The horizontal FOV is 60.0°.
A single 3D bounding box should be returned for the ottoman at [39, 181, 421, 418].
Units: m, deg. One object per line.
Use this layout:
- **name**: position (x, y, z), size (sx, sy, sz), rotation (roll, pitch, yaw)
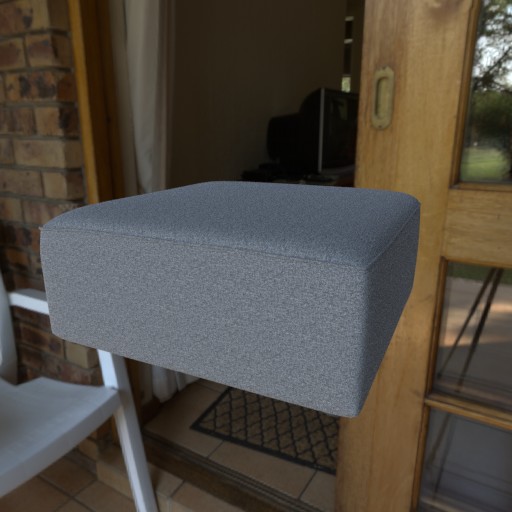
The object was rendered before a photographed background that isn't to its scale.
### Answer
- **ottoman**: position (0.000, 0.000, 1.604), size (1.015, 0.464, 1.005), rotation (8, 18, 25)
